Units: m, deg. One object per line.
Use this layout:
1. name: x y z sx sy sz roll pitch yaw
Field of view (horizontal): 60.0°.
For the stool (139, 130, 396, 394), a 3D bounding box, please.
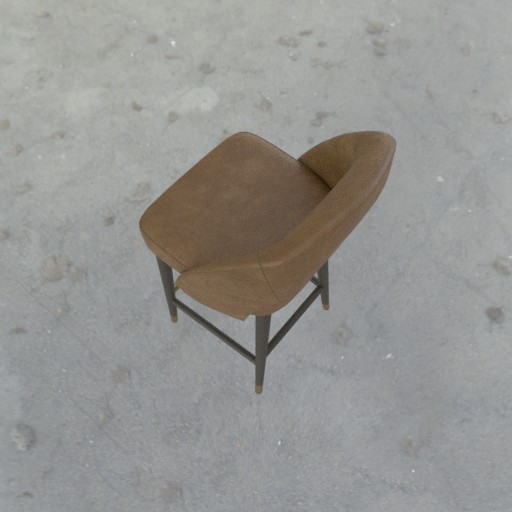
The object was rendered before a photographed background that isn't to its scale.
1. stool: 0.000 0.000 1.306 0.509 1.037 0.494 36 68 18
